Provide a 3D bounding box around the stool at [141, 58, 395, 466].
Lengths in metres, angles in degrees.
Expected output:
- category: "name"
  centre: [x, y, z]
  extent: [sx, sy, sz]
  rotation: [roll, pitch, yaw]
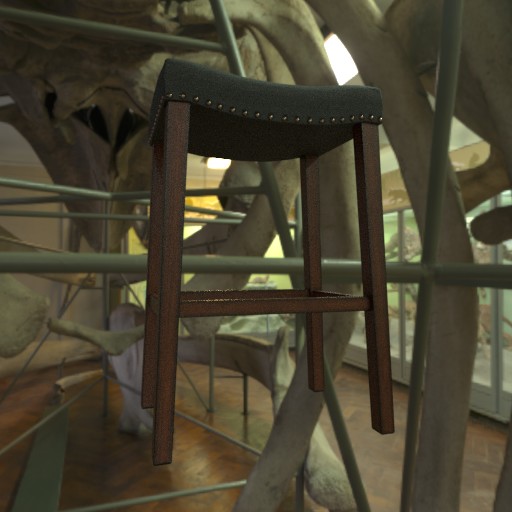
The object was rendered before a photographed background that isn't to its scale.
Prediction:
- category: "stool"
  centre: [0.000, 0.000, 1.046]
  extent: [0.502, 0.760, 0.366]
  rotation: [0, -1, -18]
